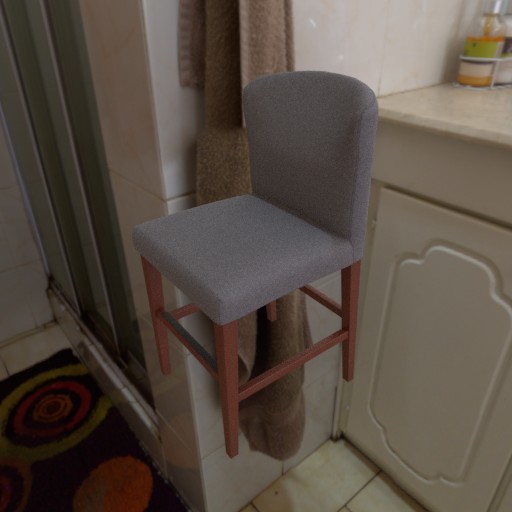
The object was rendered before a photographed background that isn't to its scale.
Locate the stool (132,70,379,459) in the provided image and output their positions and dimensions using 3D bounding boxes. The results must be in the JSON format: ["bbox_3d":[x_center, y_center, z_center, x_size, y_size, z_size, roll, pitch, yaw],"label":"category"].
[{"bbox_3d":[0.000,0.000,1.311,0.568,0.968,0.481,-21,36,-32],"label":"stool"}]
